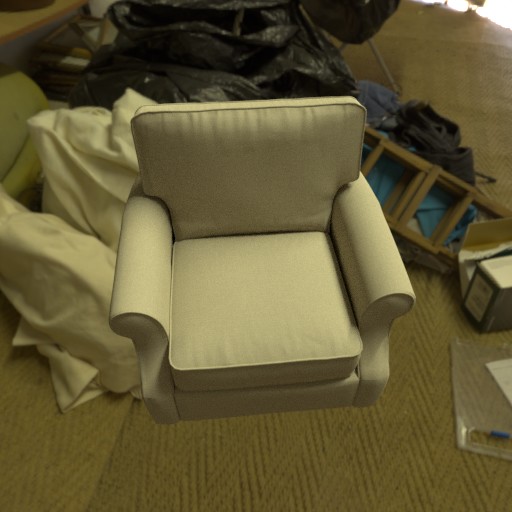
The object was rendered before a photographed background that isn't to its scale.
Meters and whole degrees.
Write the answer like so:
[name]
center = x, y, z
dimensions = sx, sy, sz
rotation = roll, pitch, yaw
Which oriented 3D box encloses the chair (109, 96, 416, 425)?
[chair]
center = 0.000, 0.000, 1.737
dimensions = 1.029, 0.967, 0.966
rotation = -4, 46, -4
